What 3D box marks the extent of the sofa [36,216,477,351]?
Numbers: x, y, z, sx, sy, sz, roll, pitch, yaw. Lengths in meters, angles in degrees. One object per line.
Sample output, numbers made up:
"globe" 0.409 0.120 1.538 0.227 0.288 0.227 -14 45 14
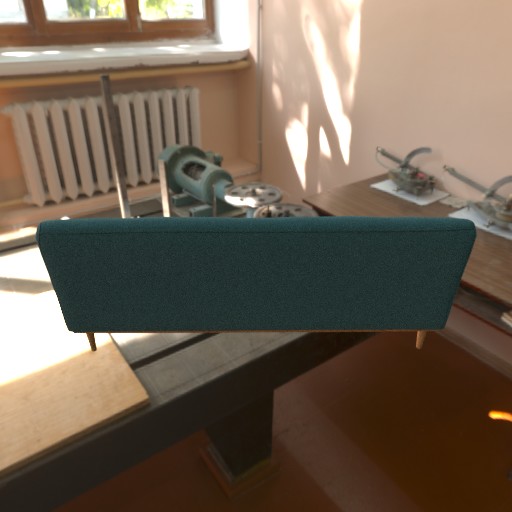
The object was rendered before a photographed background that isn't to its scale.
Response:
"sofa" 0.000 0.000 2.584 2.057 0.871 0.978 0 29 -1
